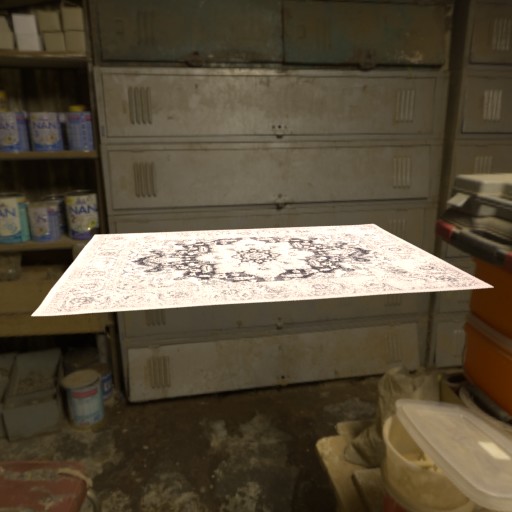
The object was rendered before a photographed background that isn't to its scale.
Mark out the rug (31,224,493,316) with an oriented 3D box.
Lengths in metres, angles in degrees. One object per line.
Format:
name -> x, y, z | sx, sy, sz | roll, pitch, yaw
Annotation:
rug -> 0.000, 0.000, 2.277 | 1.813, 0.008, 1.223 | -3, 17, -9
